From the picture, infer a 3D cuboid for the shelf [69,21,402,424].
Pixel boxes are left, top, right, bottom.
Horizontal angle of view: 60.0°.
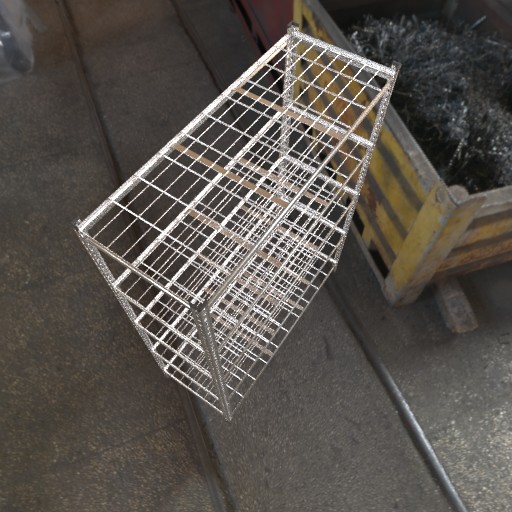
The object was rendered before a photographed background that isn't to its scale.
[{"bbox_3d":[0.000,0.000,2.688,0.610,1.981,1.524,31,64,17],"label":"shelf"}]
